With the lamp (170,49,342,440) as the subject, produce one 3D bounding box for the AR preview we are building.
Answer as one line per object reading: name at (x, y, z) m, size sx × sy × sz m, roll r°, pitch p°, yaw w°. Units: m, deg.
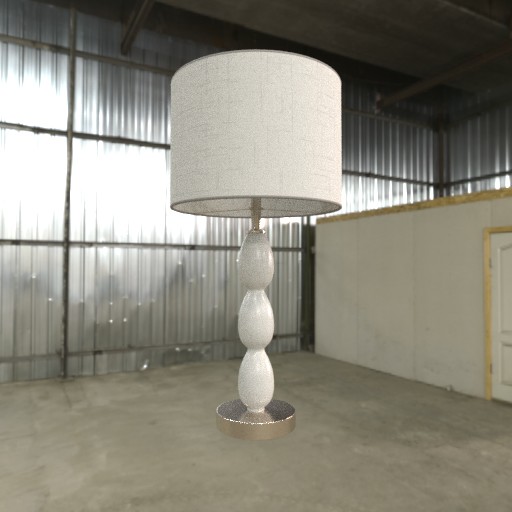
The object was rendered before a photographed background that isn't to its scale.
lamp at (0.000, 0.000, 0.738) m, size 0.282 × 0.559 × 0.280 m, roll 0°, pitch -1°, yaw 0°
